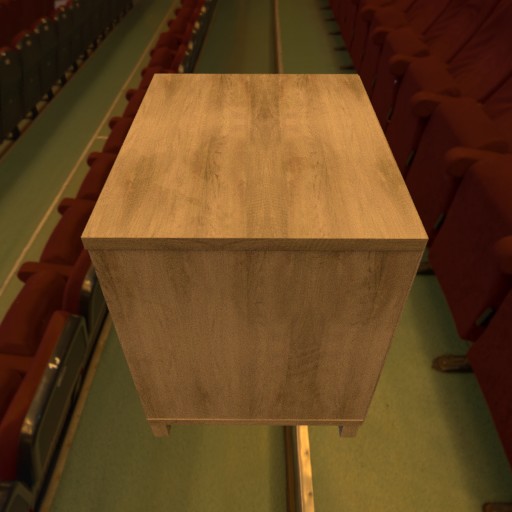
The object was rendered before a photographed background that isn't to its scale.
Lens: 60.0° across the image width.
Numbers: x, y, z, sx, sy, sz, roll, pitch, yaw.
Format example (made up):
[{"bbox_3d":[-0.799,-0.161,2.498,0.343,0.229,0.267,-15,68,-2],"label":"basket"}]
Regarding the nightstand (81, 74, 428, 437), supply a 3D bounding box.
[{"bbox_3d":[0.000,0.000,0.749,0.347,0.448,0.427,0,43,0],"label":"nightstand"}]
